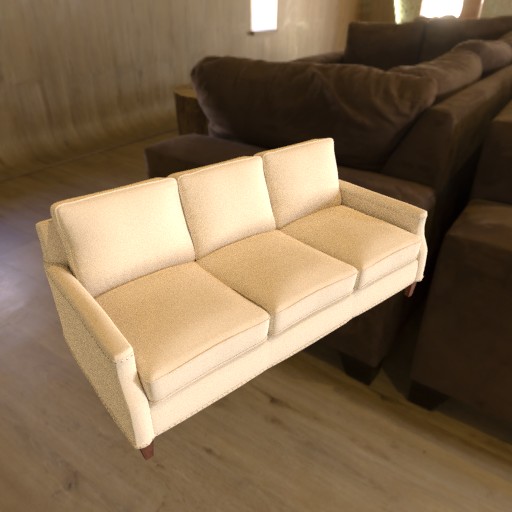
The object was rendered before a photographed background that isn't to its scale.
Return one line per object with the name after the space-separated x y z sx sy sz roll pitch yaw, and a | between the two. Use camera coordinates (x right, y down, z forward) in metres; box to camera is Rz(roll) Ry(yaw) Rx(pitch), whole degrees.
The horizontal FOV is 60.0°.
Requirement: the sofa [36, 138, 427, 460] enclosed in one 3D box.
0.000 0.000 2.747 2.246 1.003 1.084 -22 37 -33 | sofa
